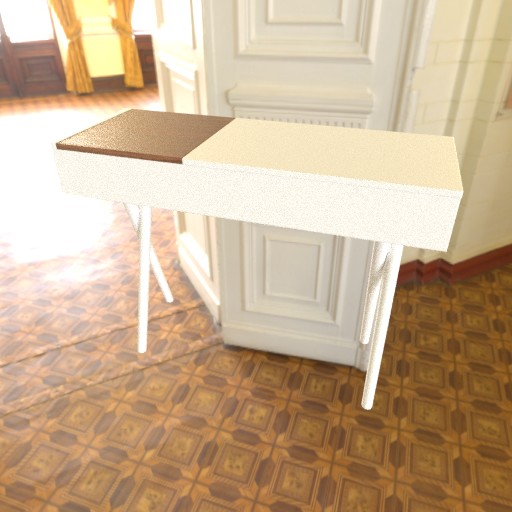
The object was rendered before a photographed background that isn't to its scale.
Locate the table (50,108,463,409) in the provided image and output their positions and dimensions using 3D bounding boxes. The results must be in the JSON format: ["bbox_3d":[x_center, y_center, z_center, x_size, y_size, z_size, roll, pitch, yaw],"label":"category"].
[{"bbox_3d":[0.000,0.000,1.462,1.066,0.785,0.418,10,33,15],"label":"table"}]
